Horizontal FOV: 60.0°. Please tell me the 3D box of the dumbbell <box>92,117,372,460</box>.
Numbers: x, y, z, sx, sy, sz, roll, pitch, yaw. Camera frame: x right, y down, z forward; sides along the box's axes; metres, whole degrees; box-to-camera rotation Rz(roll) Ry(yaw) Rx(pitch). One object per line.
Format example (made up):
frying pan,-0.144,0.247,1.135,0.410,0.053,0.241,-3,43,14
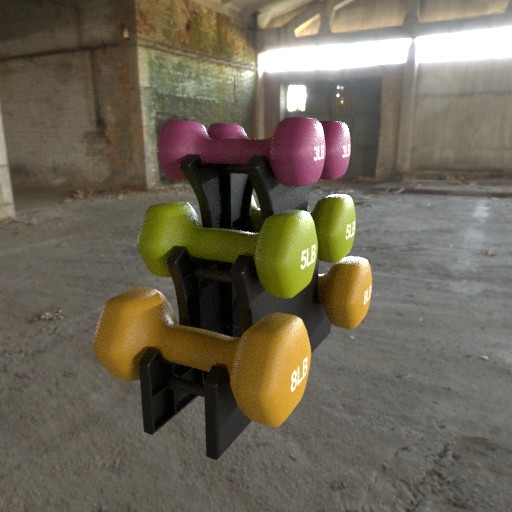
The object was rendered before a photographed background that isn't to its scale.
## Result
dumbbell,0.000,0.000,0.464,0.190,0.271,0.300,8,16,27
